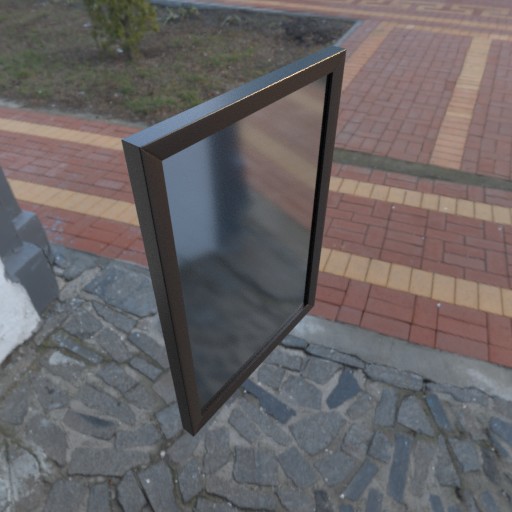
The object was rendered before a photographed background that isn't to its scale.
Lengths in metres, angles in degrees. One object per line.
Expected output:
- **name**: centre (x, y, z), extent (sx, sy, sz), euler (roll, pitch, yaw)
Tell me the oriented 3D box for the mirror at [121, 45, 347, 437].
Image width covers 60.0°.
- **mirror**: centre (0.000, 0.000, 0.926), extent (0.040, 0.710, 0.507), euler (27, 48, 28)
